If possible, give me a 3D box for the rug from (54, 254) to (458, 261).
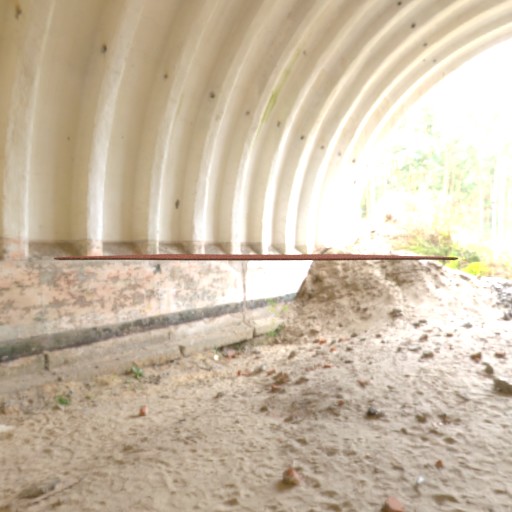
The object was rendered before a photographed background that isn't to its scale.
[{"bbox_3d":[0.000,0.000,5.041,2.803,0.025,3.965,0,1,0],"label":"rug"}]
